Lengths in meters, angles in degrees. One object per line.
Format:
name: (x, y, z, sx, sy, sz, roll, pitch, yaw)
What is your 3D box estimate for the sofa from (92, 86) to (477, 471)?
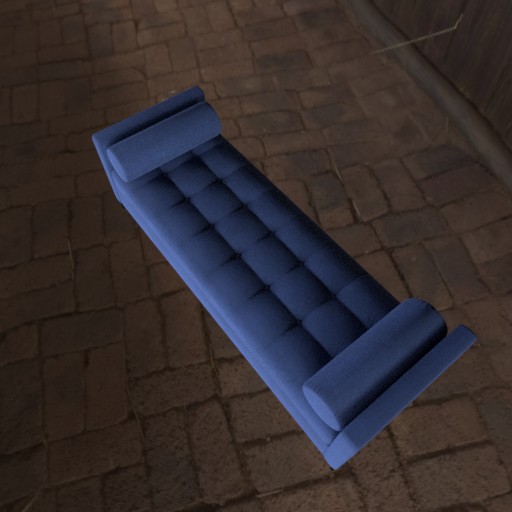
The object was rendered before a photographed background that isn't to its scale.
sofa: (0.000, 0.000, 2.296, 0.686, 0.635, 1.981, -34, 64, -19)
